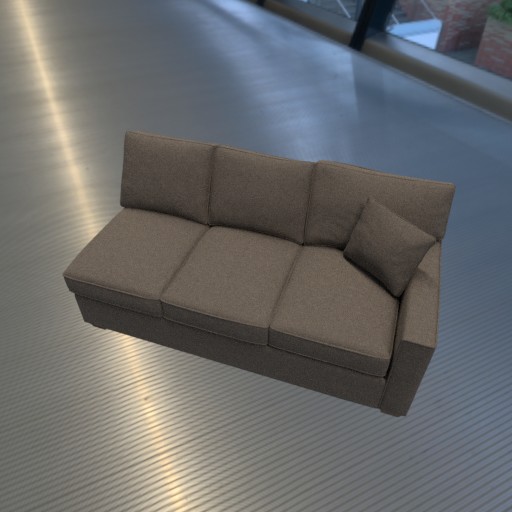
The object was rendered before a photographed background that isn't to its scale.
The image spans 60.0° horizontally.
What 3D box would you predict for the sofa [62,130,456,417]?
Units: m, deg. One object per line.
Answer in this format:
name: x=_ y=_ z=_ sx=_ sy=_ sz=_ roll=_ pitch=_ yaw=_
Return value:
sofa: x=0.000 y=0.000 z=2.561 sx=1.963 sy=0.946 sz=1.034 roll=13 pitch=43 yaw=14
